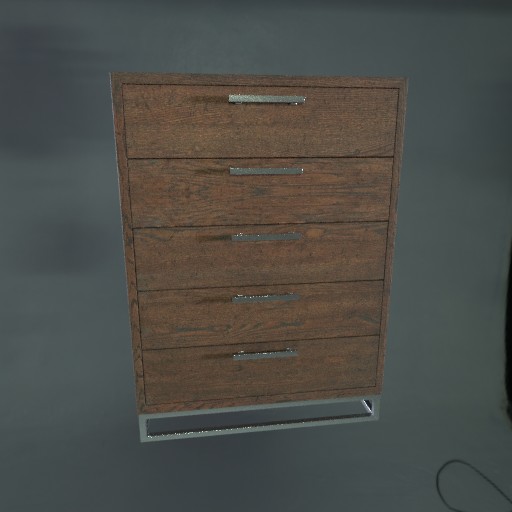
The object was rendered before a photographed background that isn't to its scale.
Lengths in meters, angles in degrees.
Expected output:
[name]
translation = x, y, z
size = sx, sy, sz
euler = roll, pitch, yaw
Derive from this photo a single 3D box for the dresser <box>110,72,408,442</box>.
[dresser]
translation = 0.000, 0.000, 1.806
size = 0.965, 1.321, 0.508
euler = -2, 15, -8
